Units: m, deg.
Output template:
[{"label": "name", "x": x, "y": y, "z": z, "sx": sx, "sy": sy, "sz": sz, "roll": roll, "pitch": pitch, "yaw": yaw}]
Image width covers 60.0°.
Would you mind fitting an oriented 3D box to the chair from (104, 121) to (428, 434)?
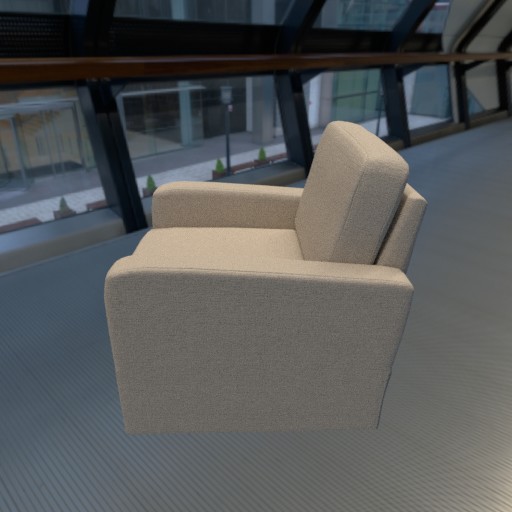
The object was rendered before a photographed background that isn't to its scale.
[{"label": "chair", "x": 0.000, "y": 0.000, "z": 1.505, "sx": 0.888, "sy": 0.827, "sz": 0.755, "roll": -1, "pitch": 26, "yaw": -1}]
